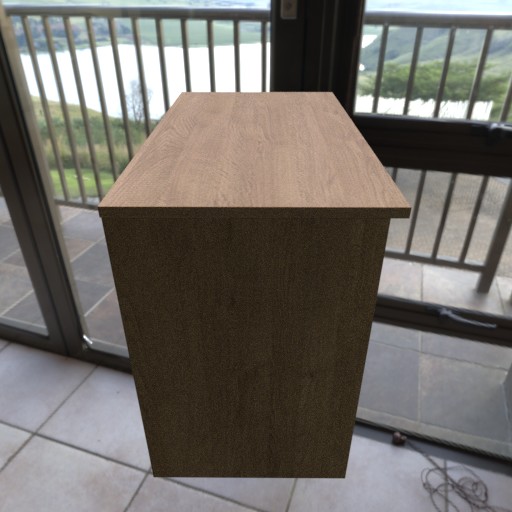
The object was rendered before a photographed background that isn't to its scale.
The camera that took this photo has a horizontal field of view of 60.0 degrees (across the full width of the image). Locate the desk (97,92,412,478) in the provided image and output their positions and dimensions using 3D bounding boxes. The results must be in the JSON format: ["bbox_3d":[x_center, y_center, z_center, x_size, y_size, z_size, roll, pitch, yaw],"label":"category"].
[{"bbox_3d":[0.000,0.000,1.270,0.498,0.724,0.893,0,31,0],"label":"desk"}]
